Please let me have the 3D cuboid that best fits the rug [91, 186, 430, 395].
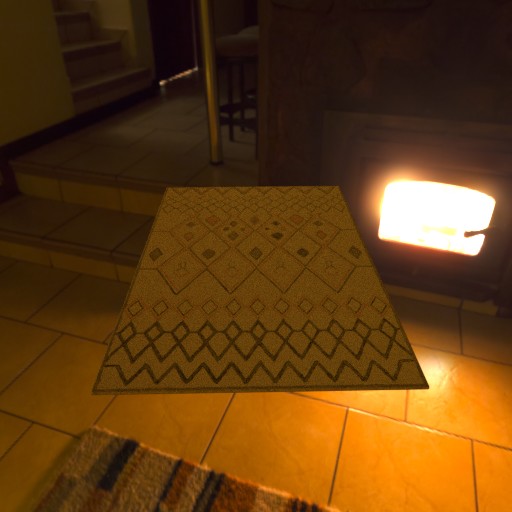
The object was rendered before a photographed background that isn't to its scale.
[{"bbox_3d":[0.000,0.000,2.363,1.219,0.016,1.829,-1,32,-1],"label":"rug"}]
